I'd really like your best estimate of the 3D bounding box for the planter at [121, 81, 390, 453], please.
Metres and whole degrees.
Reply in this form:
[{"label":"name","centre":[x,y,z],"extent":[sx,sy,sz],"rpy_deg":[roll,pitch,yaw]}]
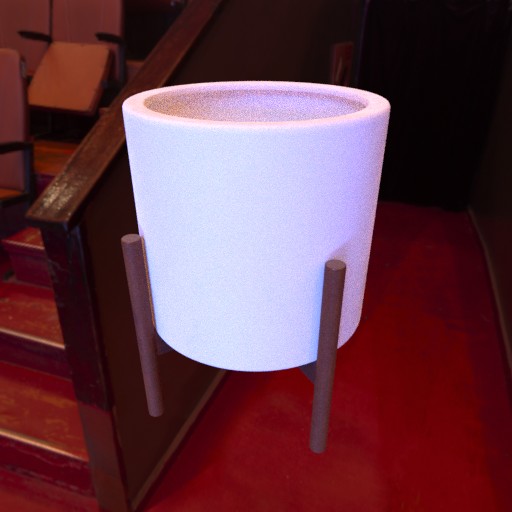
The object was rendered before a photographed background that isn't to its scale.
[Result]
[{"label":"planter","centre":[0.000,0.000,0.853],"extent":[0.421,0.581,0.420],"rpy_deg":[9,30,16]}]
